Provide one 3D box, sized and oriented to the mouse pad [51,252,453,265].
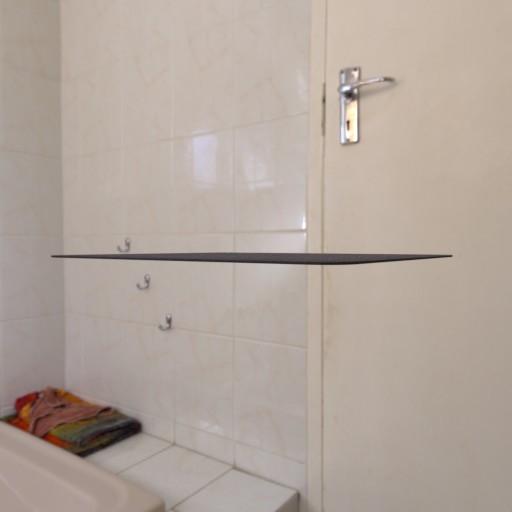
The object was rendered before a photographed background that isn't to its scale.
[{"bbox_3d":[0.000,0.000,0.440,0.315,0.002,0.269,1,2,37],"label":"mouse pad"}]
